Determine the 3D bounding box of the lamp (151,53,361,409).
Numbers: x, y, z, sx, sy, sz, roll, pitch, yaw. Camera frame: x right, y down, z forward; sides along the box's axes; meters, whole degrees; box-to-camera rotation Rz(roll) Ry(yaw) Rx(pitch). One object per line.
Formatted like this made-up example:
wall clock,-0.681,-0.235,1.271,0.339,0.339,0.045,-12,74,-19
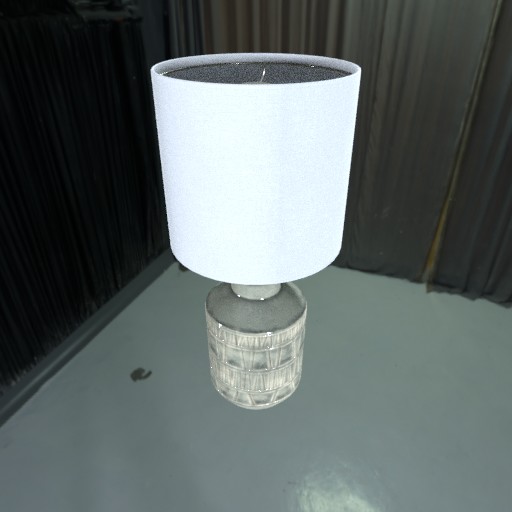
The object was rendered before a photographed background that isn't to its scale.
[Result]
lamp,0.000,0.000,0.571,0.211,0.455,0.211,11,33,17
